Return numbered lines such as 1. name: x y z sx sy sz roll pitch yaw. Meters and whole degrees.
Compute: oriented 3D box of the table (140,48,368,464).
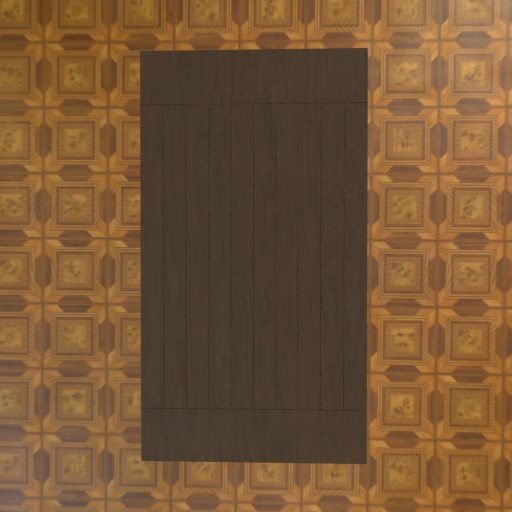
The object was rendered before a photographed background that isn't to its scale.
1. table: 0.000 0.000 1.386 0.600 0.494 1.062 0 91 2
